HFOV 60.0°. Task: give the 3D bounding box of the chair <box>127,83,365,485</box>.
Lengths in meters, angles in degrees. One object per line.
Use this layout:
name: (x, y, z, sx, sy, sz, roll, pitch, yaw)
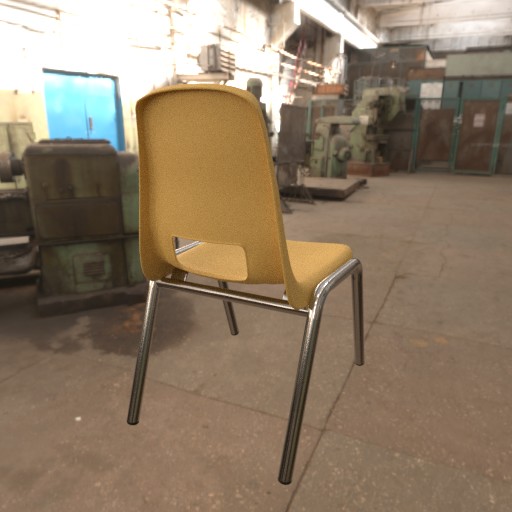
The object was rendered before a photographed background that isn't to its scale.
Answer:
chair: (0.000, 0.000, 0.842, 0.354, 0.586, 0.423, 8, 19, 26)
